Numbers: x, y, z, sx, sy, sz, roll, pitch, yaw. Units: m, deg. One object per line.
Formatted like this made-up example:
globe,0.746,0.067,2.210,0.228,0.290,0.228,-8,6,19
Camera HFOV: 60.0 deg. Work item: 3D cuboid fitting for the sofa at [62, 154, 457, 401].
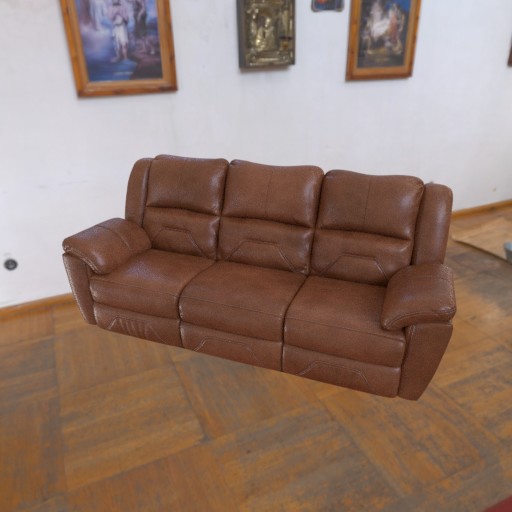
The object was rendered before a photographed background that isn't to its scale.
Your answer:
sofa,0.000,0.000,2.846,2.337,1.043,0.991,9,27,18
